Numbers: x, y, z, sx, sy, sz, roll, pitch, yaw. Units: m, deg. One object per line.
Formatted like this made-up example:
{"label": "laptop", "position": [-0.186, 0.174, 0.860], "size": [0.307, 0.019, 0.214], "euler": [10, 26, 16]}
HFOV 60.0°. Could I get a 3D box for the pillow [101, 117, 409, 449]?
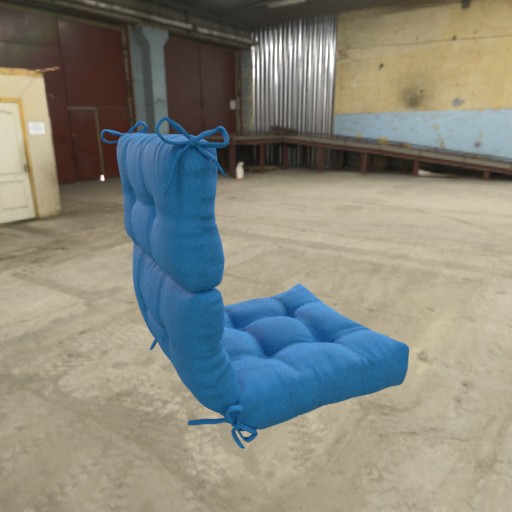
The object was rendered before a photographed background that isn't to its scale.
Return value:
{"label": "pillow", "position": [0.000, 0.000, 1.029], "size": [0.571, 0.605, 0.519], "euler": [-8, 18, -26]}
